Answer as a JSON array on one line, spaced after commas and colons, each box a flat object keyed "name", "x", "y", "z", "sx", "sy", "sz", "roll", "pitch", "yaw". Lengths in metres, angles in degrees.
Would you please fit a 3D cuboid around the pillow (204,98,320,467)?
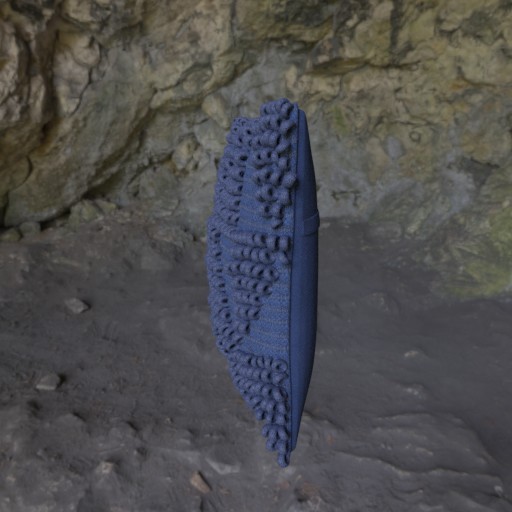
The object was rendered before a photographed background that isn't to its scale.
[{"name": "pillow", "x": 0.000, "y": 0.000, "z": 0.743, "sx": 0.172, "sy": 0.466, "sz": 0.469, "roll": -2, "pitch": 15, "yaw": -8}]
